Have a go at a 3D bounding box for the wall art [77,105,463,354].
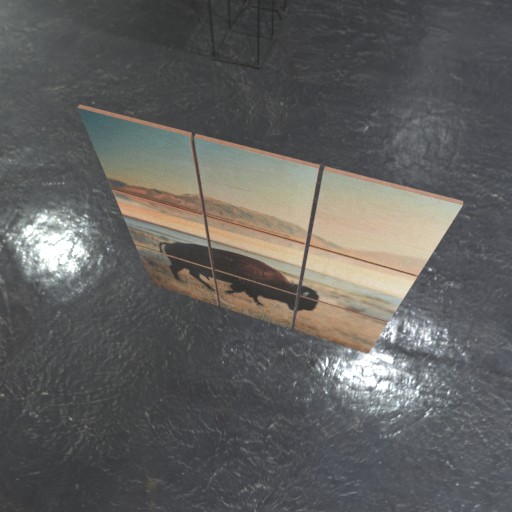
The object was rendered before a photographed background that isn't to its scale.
[{"bbox_3d":[0.000,0.000,1.378,0.906,0.904,0.018,16,60,10],"label":"wall art"}]
